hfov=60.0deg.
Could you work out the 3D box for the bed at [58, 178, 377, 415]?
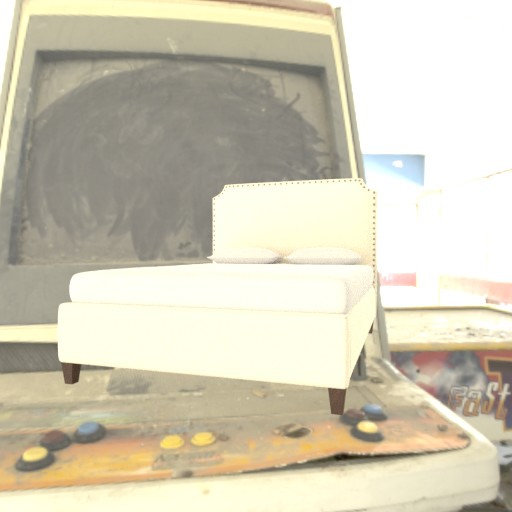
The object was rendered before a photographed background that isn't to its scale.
[{"bbox_3d":[0.000,0.000,3.453,1.712,1.497,2.372,0,1,18],"label":"bed"}]
